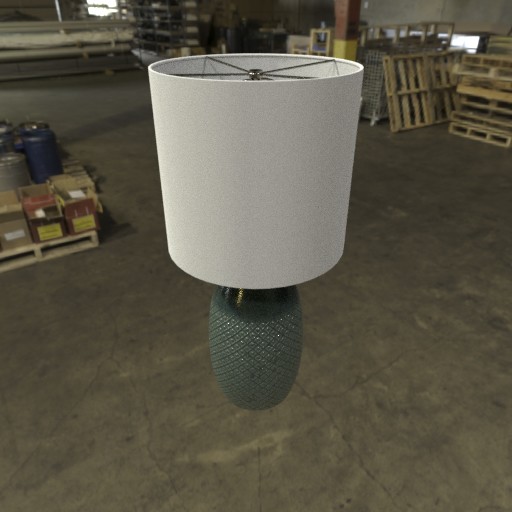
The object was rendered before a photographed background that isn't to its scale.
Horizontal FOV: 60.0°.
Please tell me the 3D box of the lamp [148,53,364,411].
[{"bbox_3d":[0.000,0.000,0.567,0.217,0.453,0.217,-19,35,-29],"label":"lamp"}]
